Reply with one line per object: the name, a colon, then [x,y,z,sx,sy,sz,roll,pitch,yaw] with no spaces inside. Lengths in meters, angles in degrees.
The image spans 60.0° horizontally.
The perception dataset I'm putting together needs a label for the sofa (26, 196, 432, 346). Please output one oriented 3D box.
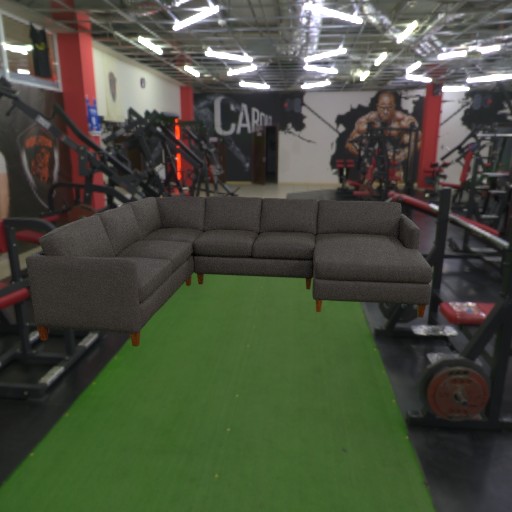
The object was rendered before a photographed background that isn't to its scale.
sofa: [0.000,0.000,4.631,3.460,0.961,2.594,2,15,8]
